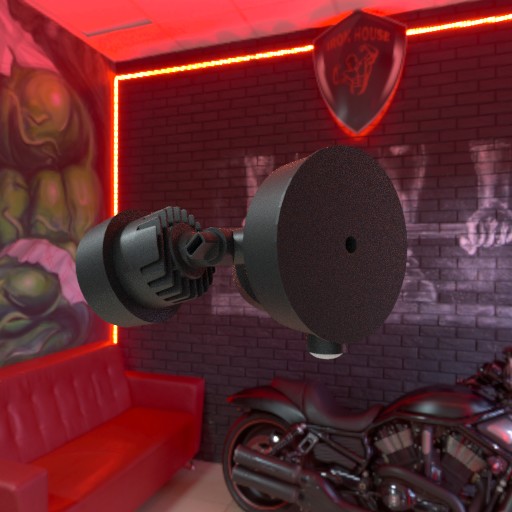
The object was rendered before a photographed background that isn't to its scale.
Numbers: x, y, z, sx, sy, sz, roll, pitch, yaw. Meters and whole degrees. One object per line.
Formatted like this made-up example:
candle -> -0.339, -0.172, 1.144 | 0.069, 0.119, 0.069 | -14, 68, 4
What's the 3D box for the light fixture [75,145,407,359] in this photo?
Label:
light fixture -> 0.000, 0.000, 0.309 | 0.213, 0.120, 0.168 | 0, -1, -38
